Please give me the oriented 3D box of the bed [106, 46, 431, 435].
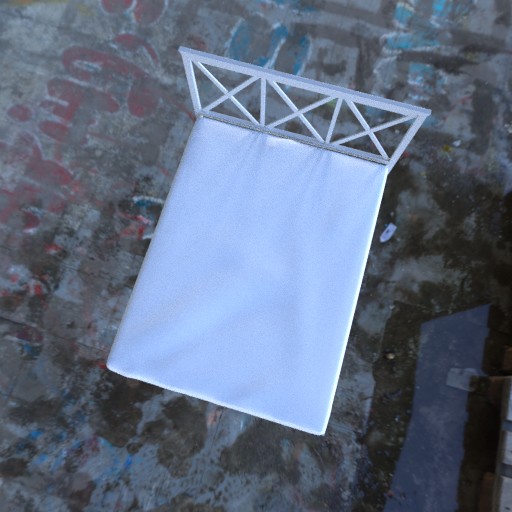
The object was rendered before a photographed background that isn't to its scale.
[{"bbox_3d":[0.000,0.000,3.198,1.673,1.253,2.135,16,76,4],"label":"bed"}]
